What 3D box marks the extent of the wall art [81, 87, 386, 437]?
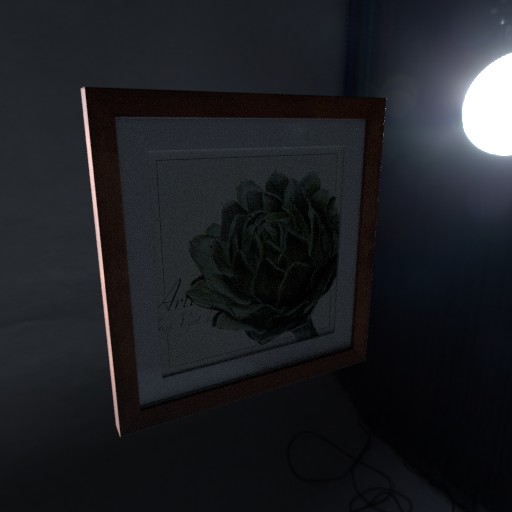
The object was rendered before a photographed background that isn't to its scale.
[{"bbox_3d":[0.000,0.000,0.831,0.554,0.572,0.037,-9,18,-27],"label":"wall art"}]
